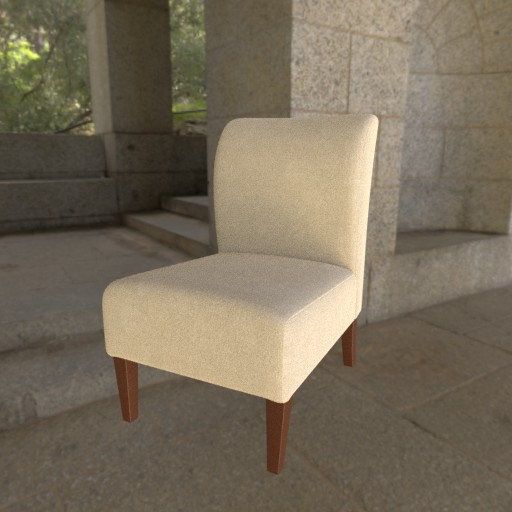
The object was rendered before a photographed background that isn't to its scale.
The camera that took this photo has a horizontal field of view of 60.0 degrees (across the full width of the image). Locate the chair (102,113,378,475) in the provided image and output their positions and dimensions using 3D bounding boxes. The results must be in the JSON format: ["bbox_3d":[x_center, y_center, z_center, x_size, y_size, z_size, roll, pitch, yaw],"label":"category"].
[{"bbox_3d":[0.000,0.000,1.310,0.521,0.833,0.754,7,15,27],"label":"chair"}]
